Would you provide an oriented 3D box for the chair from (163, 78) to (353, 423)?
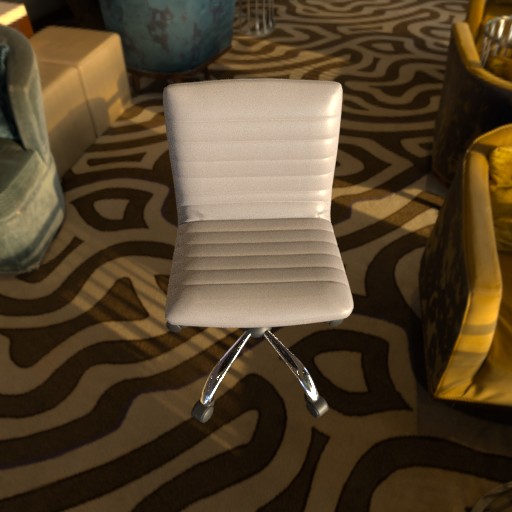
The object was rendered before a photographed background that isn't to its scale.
[{"bbox_3d":[0.000,0.000,1.127,0.569,0.750,0.542,-2,45,-2],"label":"chair"}]
